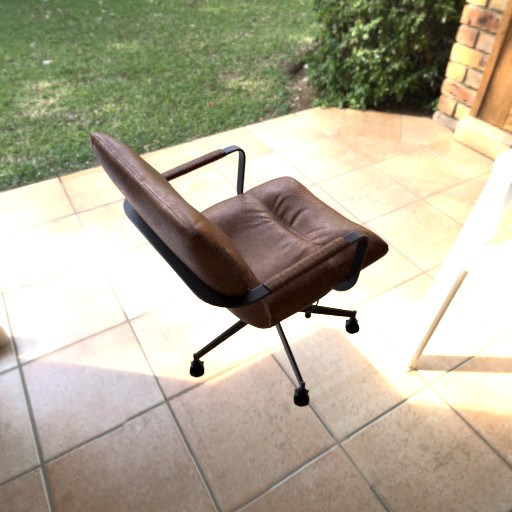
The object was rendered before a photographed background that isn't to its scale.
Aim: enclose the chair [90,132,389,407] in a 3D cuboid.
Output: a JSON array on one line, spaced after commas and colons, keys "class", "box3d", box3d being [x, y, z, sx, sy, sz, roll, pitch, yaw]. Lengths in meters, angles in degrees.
[{"class": "chair", "box3d": [0.000, 0.000, 1.514, 0.754, 0.922, 0.727, -27, 49, -26]}]
